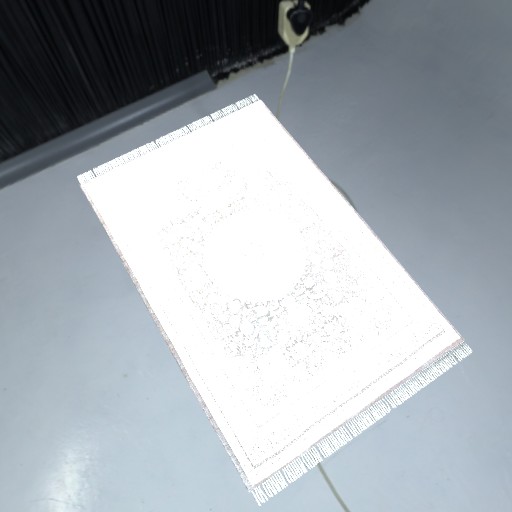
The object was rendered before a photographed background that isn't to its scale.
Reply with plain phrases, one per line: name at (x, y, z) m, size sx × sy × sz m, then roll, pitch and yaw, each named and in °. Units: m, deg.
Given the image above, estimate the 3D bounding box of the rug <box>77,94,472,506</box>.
rug at (0.000, 0.000, 2.905) m, size 1.528 × 0.010 × 2.440 m, roll -29°, pitch 68°, yaw -13°
